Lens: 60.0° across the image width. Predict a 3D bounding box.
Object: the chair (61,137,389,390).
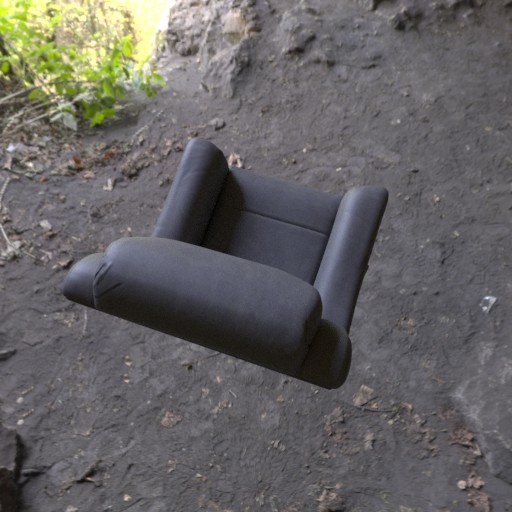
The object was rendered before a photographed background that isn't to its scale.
[{"bbox_3d":[0.000,0.000,1.855,0.967,1.116,1.068,17,63,9],"label":"chair"}]
